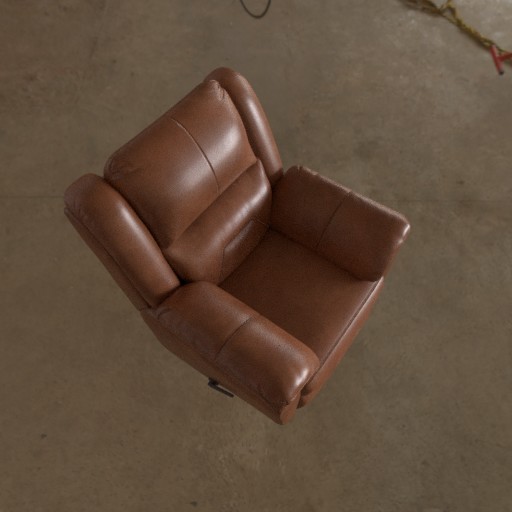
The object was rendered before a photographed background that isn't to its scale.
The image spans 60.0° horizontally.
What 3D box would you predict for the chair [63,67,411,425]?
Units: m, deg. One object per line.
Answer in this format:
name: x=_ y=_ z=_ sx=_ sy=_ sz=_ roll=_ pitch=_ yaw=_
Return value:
chair: x=0.000 y=0.000 z=1.912 sx=1.041 sy=1.093 sz=0.990 roll=33 pitch=64 yaw=18
